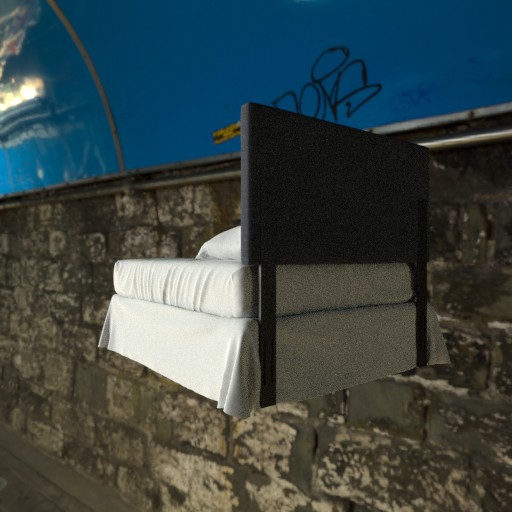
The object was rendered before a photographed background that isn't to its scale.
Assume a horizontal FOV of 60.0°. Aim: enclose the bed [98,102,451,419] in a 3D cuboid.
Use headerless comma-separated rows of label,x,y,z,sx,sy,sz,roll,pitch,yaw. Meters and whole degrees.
bed,0.000,0.000,3.537,1.936,1.577,2.222,0,0,-37
